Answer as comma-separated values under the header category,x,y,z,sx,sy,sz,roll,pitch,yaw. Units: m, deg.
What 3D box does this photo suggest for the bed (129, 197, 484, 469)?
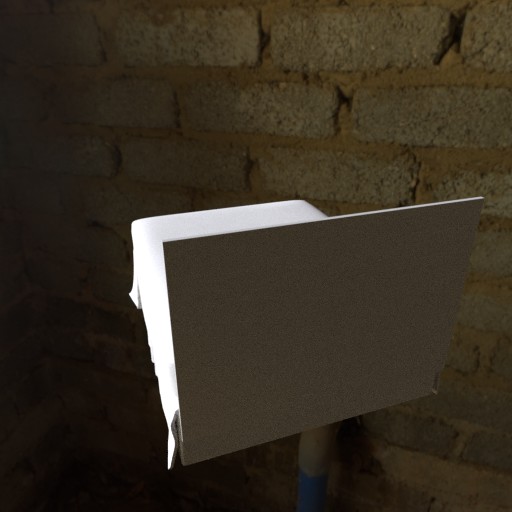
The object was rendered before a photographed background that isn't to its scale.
category,x,y,z,sx,sy,sz,roll,pitch,yaw
bed,0.000,0.000,3.141,1.745,1.335,2.094,-9,27,-17
